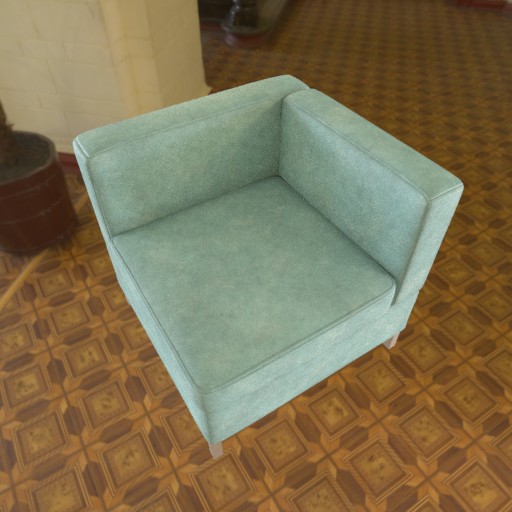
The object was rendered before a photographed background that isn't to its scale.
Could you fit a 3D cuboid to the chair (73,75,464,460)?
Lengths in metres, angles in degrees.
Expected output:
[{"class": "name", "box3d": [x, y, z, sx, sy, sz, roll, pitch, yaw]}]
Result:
[{"class": "chair", "box3d": [0.000, 0.000, 1.233, 0.691, 0.660, 0.684, -25, 51, -22]}]
